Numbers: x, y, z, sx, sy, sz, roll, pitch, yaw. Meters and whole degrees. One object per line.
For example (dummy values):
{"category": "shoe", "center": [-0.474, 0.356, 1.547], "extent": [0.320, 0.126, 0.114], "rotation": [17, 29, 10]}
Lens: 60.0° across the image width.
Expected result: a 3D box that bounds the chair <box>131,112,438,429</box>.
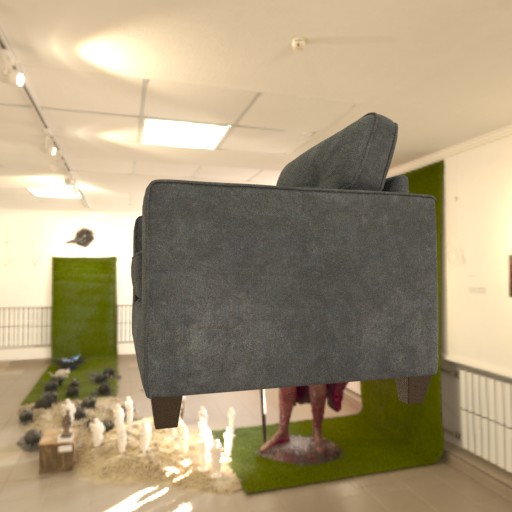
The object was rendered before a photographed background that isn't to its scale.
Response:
{"category": "chair", "center": [0.000, 0.000, 1.749], "extent": [0.939, 0.965, 1.015], "rotation": [1, -2, -17]}
